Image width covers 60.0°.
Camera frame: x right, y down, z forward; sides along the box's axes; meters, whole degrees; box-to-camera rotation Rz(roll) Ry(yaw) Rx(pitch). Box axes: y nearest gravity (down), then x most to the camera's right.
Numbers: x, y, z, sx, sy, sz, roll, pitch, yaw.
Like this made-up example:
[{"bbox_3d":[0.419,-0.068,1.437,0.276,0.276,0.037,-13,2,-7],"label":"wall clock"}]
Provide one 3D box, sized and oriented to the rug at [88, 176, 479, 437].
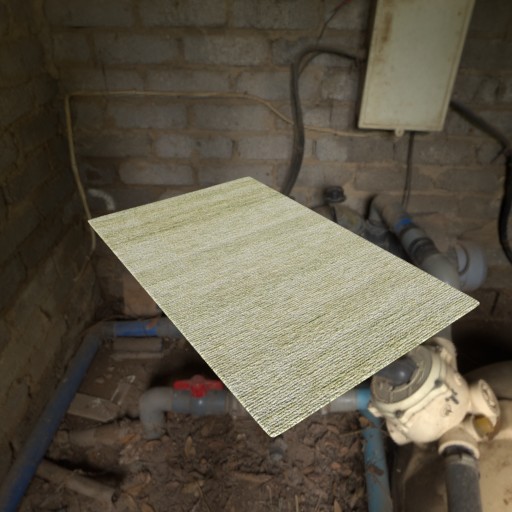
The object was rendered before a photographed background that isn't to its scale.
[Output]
[{"bbox_3d":[0.000,0.000,2.238,1.143,0.010,1.758,-21,38,-29],"label":"rug"}]
